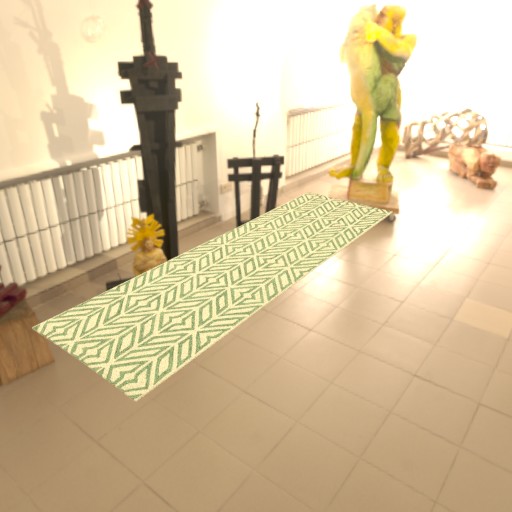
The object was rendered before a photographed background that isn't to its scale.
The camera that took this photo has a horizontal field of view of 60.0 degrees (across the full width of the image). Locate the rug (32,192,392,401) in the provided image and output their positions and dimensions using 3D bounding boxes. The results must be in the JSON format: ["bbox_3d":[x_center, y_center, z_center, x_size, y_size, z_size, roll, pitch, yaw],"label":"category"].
[{"bbox_3d":[0.000,0.000,2.709,0.750,0.009,2.435,19,33,33],"label":"rug"}]
